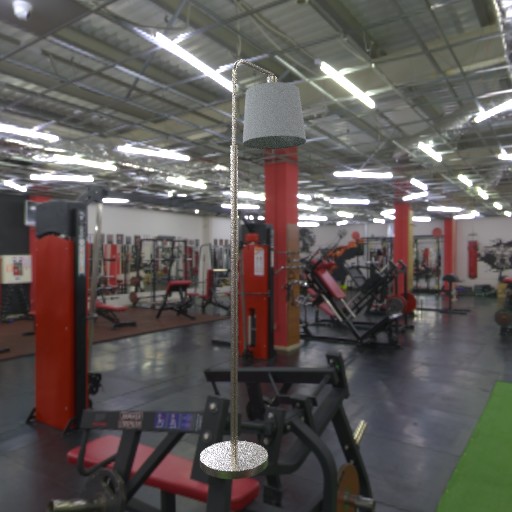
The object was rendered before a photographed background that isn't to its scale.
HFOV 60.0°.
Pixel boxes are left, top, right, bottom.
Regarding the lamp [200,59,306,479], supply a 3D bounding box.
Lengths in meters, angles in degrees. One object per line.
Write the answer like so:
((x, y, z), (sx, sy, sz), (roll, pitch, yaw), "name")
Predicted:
((0.000, 0.000, 1.695), (0.254, 1.478, 0.508), (0, 0, 37), "lamp")
